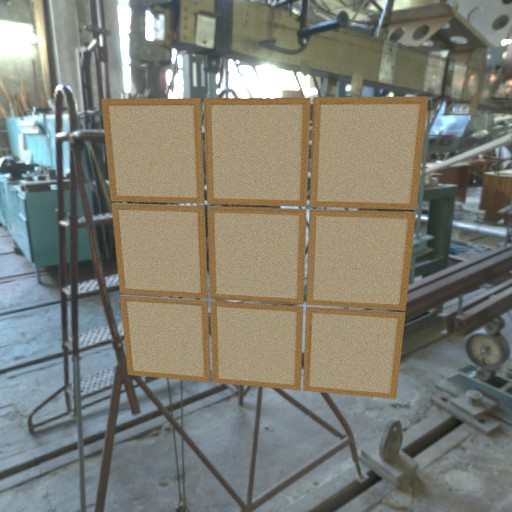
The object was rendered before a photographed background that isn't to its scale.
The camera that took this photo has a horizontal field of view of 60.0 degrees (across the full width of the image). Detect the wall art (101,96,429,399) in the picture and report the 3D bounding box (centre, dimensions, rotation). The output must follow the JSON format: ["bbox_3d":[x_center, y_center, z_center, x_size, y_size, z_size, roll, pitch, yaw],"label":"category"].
[{"bbox_3d":[0.000,0.000,2.263,1.517,1.523,0.013,3,17,9],"label":"wall art"}]
